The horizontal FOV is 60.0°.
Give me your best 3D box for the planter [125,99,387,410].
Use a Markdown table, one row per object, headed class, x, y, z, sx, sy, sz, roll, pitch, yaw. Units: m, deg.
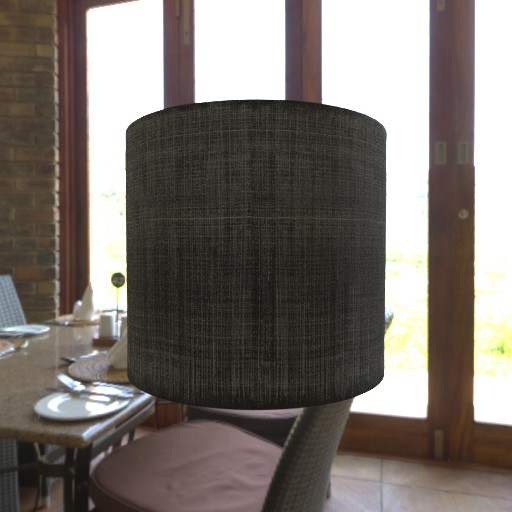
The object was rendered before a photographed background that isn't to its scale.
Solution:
| class | x | y | z | sx | sy | sz | roll | pitch | yaw |
| --- | --- | --- | --- | --- | --- | --- | --- | --- | --- |
| planter | 0.000 | 0.000 | 0.391 | 0.221 | 0.201 | 0.221 | 0 | 0 | 0 |
